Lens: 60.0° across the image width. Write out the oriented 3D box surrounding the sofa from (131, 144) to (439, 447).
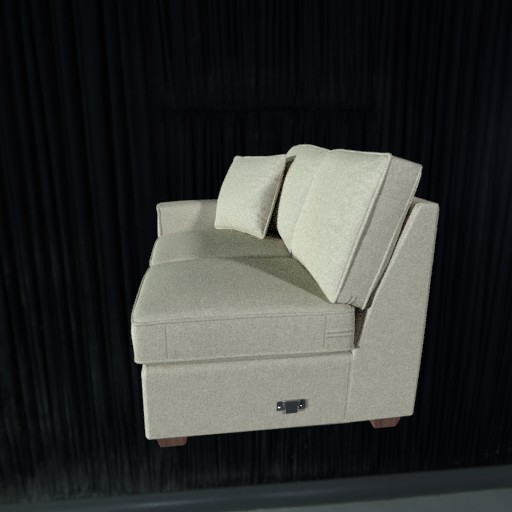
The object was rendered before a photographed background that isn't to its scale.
[{"bbox_3d":[0.000,0.000,2.053,0.991,0.989,1.388,-2,16,-8],"label":"sofa"}]
